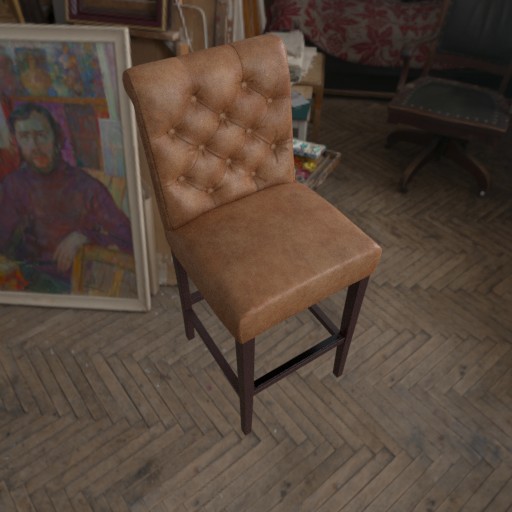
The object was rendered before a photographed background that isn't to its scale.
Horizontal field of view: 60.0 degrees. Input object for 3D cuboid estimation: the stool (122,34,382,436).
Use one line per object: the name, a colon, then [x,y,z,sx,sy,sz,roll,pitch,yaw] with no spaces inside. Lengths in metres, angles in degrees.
stool: [0.000,0.000,1.441,0.493,1.140,0.601,-25,52,-21]
